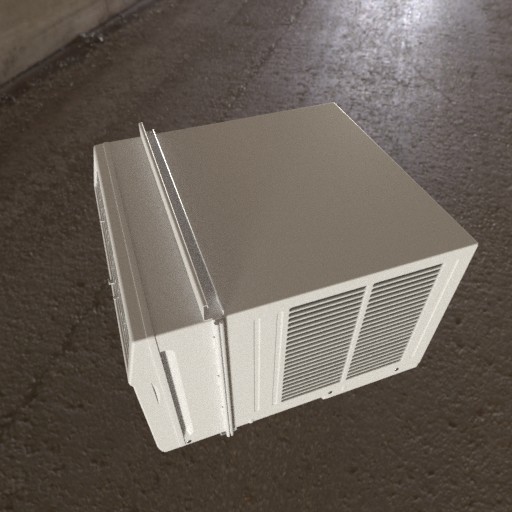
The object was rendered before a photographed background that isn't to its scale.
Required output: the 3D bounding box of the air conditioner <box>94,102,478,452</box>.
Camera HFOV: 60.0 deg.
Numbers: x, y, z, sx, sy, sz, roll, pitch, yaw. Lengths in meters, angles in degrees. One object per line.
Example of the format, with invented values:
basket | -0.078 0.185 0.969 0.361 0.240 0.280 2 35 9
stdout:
air conditioner | 0.000 0.000 0.878 0.546 0.388 0.503 -14 47 -14
